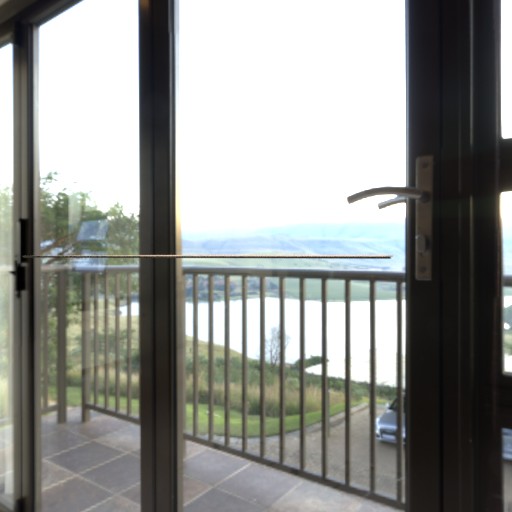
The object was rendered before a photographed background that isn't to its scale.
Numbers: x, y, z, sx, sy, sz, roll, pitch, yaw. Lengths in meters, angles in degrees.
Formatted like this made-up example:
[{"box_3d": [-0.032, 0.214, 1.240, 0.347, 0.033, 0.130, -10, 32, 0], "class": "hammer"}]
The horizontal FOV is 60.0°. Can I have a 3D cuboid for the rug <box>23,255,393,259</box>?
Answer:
[{"box_3d": [0.000, 0.000, 4.145, 2.441, 0.013, 3.056, 0, 0, 17], "class": "rug"}]
